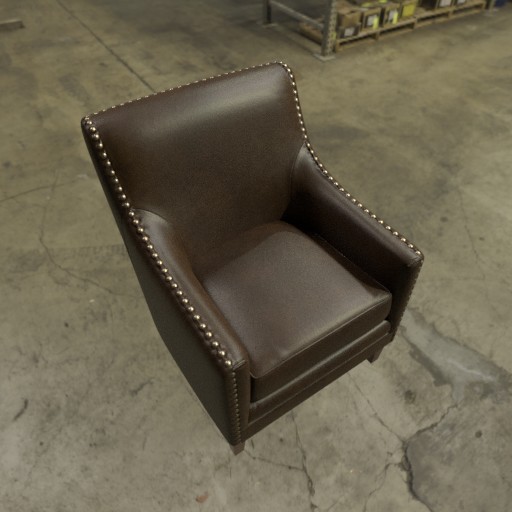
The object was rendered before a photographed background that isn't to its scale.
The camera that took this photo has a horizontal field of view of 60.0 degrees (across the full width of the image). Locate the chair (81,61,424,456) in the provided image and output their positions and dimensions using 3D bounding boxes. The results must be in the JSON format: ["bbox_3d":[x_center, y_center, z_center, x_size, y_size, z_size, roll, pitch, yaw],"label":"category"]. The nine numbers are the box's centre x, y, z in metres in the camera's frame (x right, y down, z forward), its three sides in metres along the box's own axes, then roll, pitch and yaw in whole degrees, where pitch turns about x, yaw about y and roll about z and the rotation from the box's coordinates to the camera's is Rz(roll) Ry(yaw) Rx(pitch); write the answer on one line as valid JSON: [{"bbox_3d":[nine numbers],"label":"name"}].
[{"bbox_3d":[0.000,0.000,1.313,0.639,0.813,0.704,-26,52,-23],"label":"chair"}]
